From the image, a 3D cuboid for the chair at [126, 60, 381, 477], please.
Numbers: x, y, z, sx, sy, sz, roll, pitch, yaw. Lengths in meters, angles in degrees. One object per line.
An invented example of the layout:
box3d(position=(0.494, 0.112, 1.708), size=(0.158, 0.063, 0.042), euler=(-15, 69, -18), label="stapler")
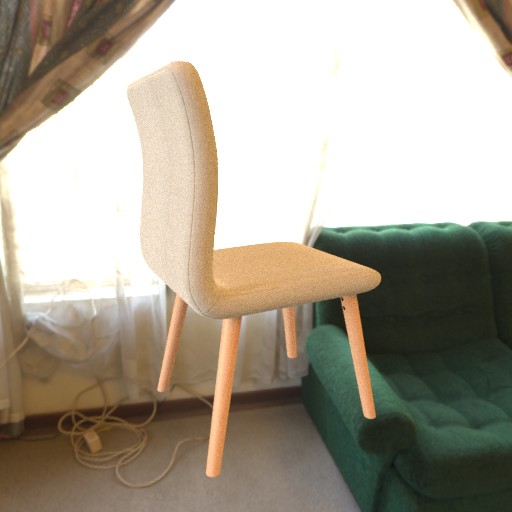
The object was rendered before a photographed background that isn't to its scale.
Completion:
box3d(position=(0.000, 0.000, 1.183), size=(0.550, 0.885, 0.435), euler=(-7, 16, -27), label="chair")
